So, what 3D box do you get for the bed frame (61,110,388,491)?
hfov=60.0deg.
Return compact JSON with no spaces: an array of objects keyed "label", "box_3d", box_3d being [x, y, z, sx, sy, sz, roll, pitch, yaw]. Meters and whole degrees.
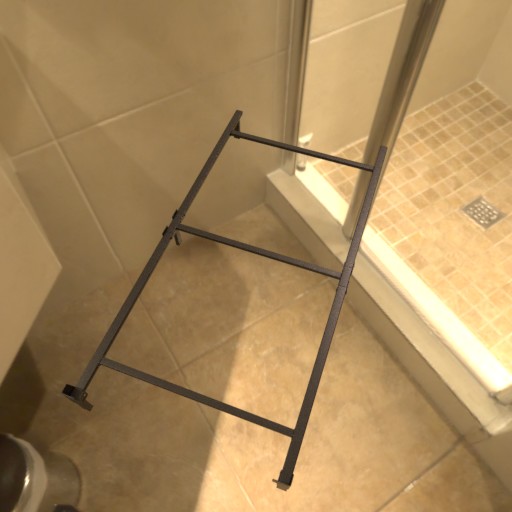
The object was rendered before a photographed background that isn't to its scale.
[{"label":"bed frame","box_3d":[0.000,0.000,2.257,0.968,0.248,1.897,17,59,11]}]
